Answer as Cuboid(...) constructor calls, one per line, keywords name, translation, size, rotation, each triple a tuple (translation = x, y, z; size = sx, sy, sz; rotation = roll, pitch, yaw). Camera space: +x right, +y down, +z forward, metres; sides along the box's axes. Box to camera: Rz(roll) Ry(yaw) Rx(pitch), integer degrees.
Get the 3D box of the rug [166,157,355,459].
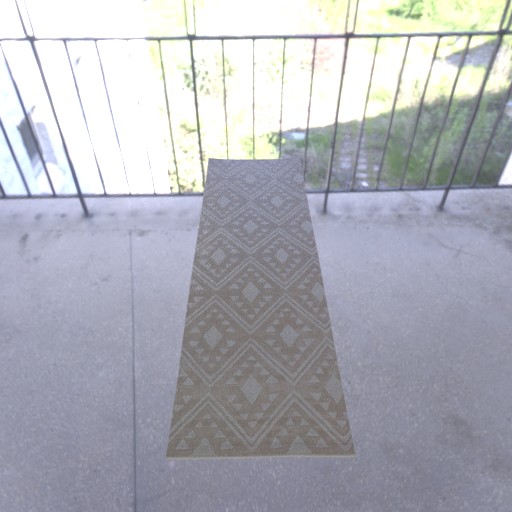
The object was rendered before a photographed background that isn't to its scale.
Cuboid(name="rug", translation=(0.000, 0.000, 2.675), size=(0.752, 0.051, 2.452), rotation=(0, 40, -1))
